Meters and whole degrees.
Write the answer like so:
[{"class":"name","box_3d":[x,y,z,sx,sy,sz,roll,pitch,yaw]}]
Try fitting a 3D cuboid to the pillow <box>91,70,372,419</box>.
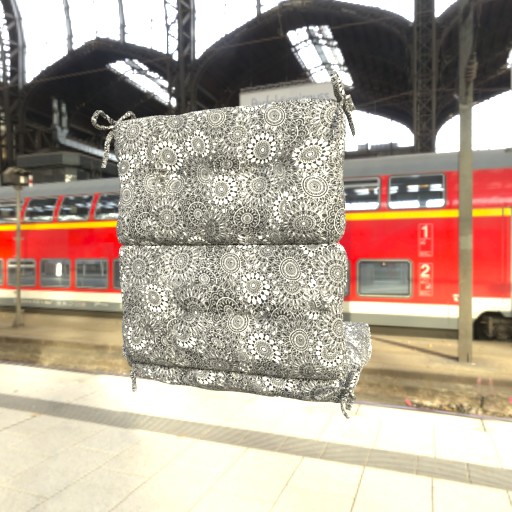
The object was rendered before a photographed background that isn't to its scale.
[{"class":"pillow","box_3d":[0.000,0.000,1.044,0.519,0.605,0.571,0,0,19]}]
